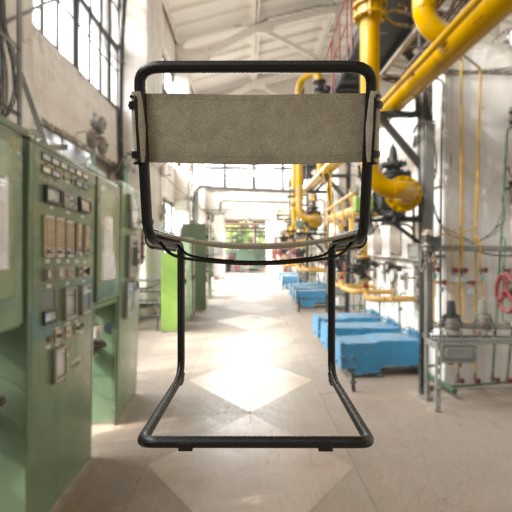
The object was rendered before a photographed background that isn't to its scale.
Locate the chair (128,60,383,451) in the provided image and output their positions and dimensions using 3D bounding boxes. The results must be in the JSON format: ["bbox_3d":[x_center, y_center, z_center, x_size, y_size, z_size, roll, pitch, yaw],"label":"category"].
[{"bbox_3d":[0.000,0.000,1.083,0.499,0.747,0.497,0,1,0],"label":"chair"}]
